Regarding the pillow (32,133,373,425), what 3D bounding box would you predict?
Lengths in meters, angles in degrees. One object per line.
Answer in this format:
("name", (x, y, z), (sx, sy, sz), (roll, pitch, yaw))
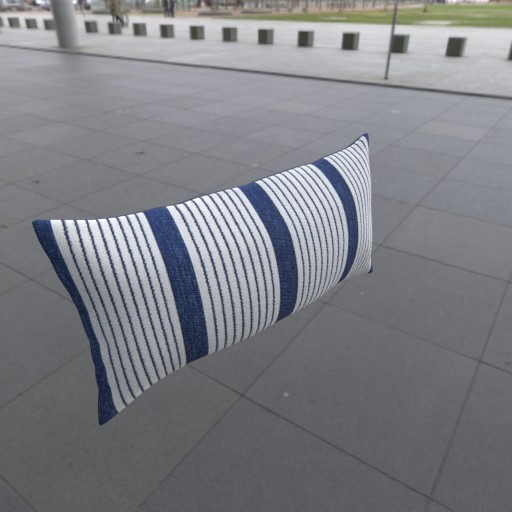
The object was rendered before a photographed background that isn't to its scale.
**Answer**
("pillow", (0.000, 0.000, 0.720), (0.608, 0.292, 0.156), (-23, 37, -34))
